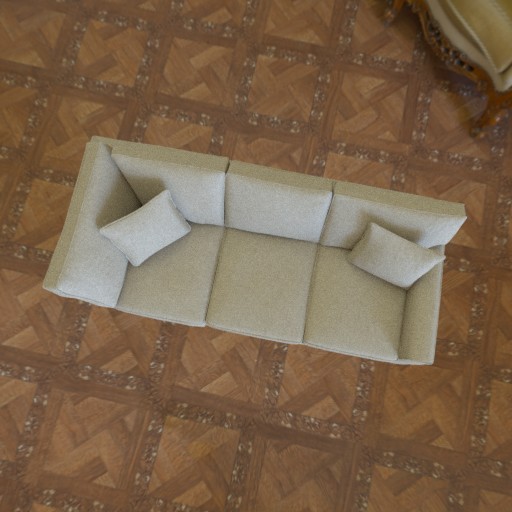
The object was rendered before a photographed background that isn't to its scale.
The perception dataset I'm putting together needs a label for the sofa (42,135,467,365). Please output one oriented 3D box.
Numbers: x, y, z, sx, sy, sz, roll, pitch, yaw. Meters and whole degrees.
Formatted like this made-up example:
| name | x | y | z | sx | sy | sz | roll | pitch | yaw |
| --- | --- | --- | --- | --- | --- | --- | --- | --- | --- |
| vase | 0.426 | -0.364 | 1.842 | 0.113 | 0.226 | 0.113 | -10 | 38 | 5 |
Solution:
| name | x | y | z | sx | sy | sz | roll | pitch | yaw |
| --- | --- | --- | --- | --- | --- | --- | --- | --- | --- |
| sofa | 0.000 | 0.000 | 2.920 | 2.323 | 0.948 | 1.053 | 11 | 77 | 3 |
